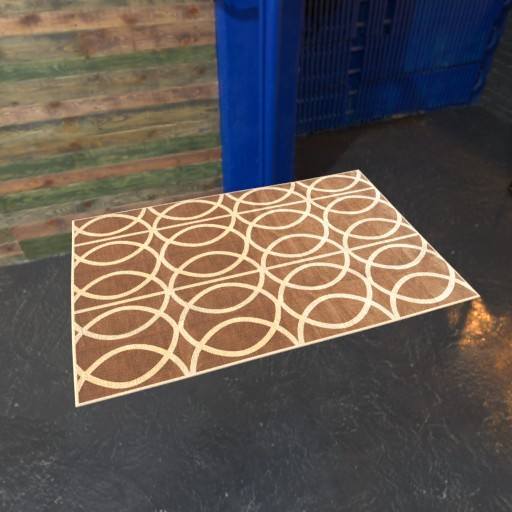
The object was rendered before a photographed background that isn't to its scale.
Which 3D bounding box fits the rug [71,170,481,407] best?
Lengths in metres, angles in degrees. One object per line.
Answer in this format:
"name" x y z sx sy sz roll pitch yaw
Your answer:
"rug" 0.000 0.000 2.883 2.294 0.014 1.528 -12 43 -13
